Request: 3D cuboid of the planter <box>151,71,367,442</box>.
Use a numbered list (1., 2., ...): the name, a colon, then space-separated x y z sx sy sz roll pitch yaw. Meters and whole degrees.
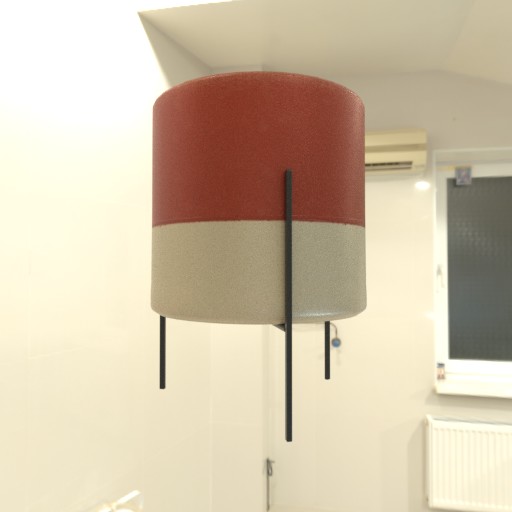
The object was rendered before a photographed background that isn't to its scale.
1. planter: 0.000 0.000 0.729 0.354 0.465 0.345 0 -1 18
